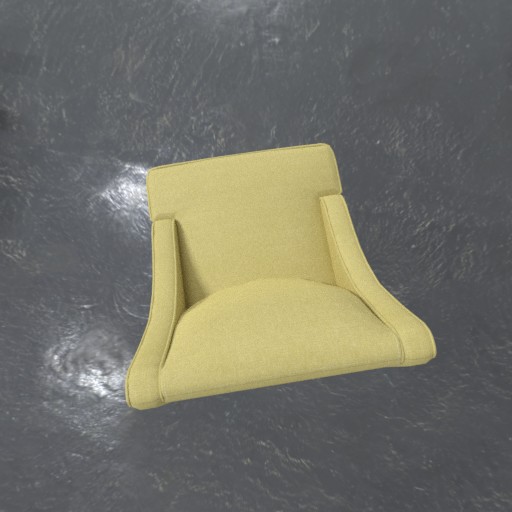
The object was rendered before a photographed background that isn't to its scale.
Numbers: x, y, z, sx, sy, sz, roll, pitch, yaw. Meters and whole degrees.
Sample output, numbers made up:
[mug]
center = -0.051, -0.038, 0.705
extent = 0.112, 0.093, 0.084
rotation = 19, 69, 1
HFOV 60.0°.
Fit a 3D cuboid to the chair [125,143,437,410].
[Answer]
[chair]
center = 0.000, 0.000, 1.465
extent = 0.696, 0.896, 0.814
rotation = -9, 76, -2
